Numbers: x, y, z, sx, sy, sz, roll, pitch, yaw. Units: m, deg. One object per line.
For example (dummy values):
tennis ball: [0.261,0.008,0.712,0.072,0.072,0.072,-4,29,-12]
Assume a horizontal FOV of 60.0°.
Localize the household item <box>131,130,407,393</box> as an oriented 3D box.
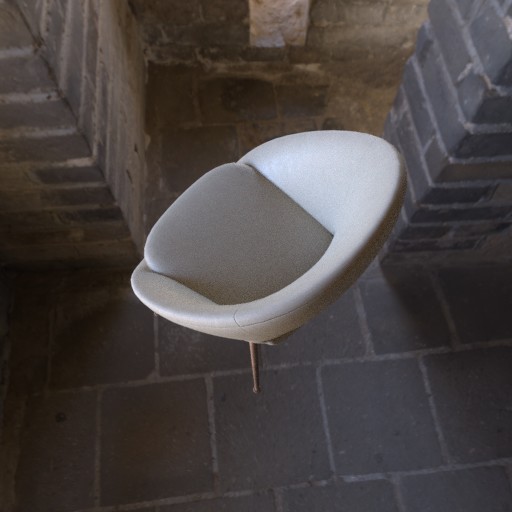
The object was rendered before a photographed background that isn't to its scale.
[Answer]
household item: [0.000,0.000,1.232,0.573,0.852,0.623,34,69,15]
